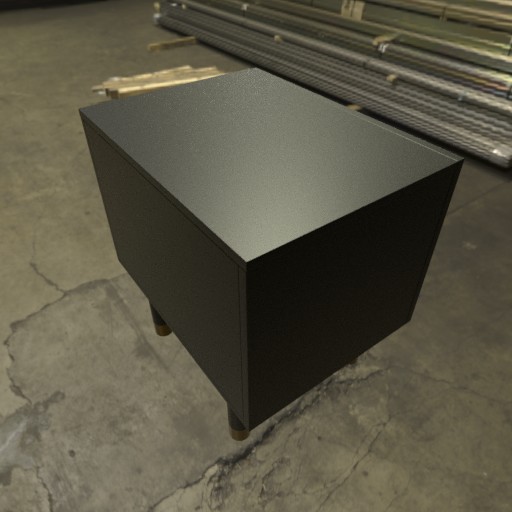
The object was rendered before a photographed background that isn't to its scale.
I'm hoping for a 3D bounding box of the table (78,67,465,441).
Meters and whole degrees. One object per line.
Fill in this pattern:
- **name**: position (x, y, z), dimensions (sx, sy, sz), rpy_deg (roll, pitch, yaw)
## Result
- **table**: position (0.000, 0.000, 0.972), dimensions (0.441, 0.584, 0.564), rpy_deg (-25, 46, -27)
